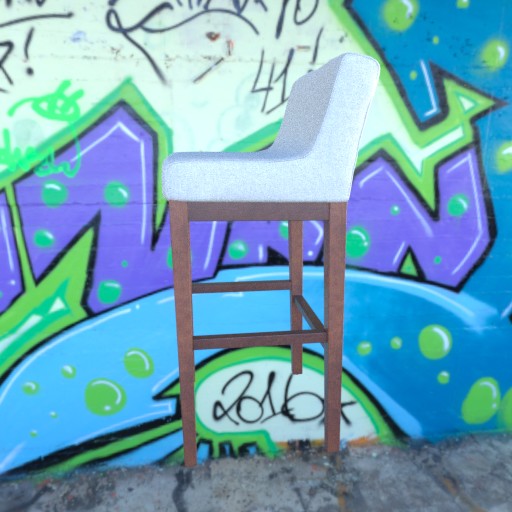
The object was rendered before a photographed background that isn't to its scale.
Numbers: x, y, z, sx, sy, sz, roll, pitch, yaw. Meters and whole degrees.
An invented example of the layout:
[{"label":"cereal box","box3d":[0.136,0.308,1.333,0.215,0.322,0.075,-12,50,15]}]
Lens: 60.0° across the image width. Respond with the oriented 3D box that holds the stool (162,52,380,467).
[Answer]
[{"label":"stool","box3d":[0.000,0.000,1.303,0.500,1.037,0.511,-2,15,-8]}]
